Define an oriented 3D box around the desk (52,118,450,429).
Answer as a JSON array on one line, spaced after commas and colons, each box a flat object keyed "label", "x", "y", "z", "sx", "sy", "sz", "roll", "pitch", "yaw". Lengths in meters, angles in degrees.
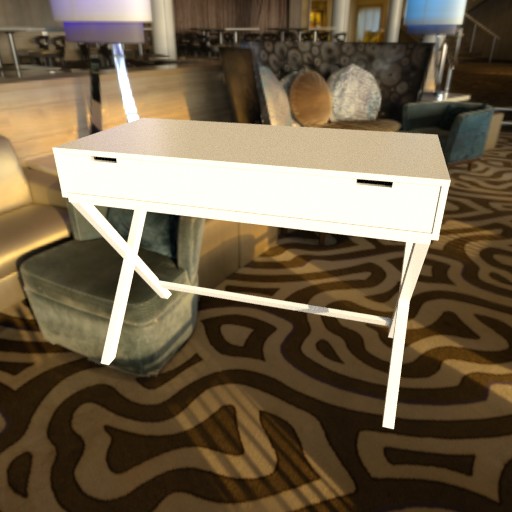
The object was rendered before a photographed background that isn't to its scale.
[{"label": "desk", "x": 0.000, "y": 0.000, "z": 1.514, "sx": 1.059, "sy": 0.780, "sz": 0.509, "roll": 8, "pitch": 28, "yaw": 15}]
